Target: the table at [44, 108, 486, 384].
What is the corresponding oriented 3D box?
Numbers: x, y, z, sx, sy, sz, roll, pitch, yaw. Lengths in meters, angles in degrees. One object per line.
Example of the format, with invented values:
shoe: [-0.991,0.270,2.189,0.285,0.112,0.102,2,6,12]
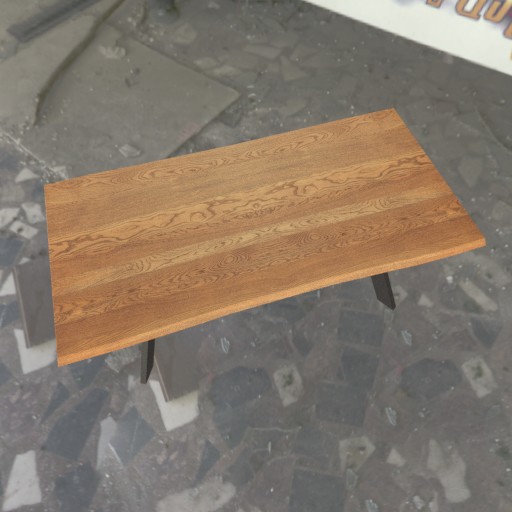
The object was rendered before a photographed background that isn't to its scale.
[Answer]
table: [0.000,0.000,2.292,1.800,0.770,0.900,-15,59,-9]
